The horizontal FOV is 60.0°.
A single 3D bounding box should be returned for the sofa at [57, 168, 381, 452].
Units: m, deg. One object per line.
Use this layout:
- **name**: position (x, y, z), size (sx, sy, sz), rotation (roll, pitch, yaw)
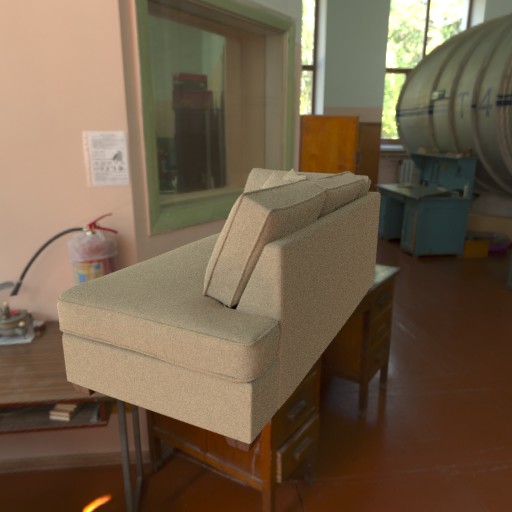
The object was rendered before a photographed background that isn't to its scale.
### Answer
- **sofa**: position (0.000, 0.000, 2.826), size (1.110, 1.033, 2.237), rotation (8, 17, 26)
